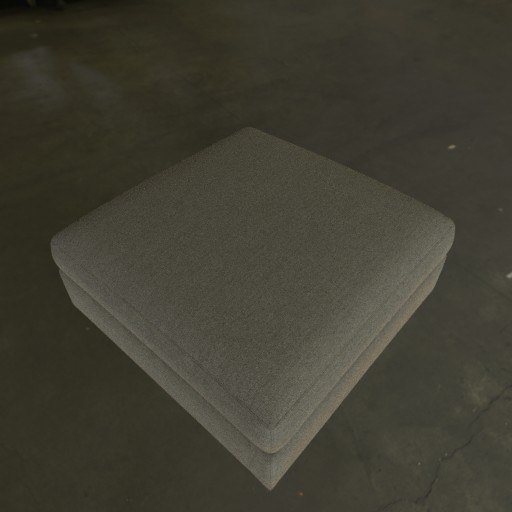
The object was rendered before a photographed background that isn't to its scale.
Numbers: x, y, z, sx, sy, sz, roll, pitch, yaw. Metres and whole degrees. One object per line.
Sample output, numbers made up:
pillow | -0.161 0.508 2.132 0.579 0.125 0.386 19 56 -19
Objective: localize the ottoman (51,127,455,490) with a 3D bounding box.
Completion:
ottoman | 0.000 0.000 1.608 1.041 0.470 1.041 32 52 29
